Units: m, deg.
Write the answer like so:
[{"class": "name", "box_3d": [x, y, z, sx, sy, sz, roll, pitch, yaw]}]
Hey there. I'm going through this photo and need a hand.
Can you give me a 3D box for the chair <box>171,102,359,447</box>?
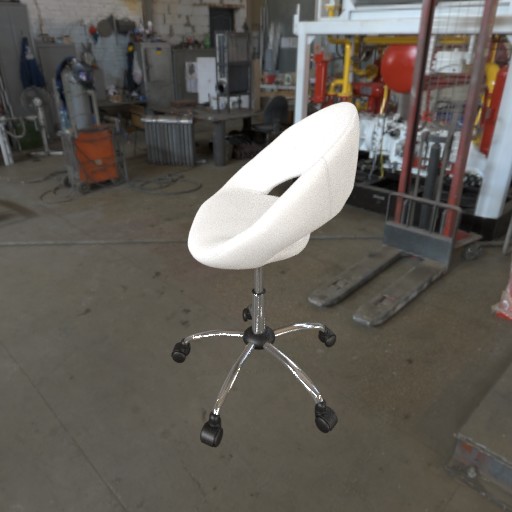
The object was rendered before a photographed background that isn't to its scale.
[{"class": "chair", "box_3d": [0.000, 0.000, 1.205, 0.538, 0.791, 0.612, 0, 26, 0]}]
